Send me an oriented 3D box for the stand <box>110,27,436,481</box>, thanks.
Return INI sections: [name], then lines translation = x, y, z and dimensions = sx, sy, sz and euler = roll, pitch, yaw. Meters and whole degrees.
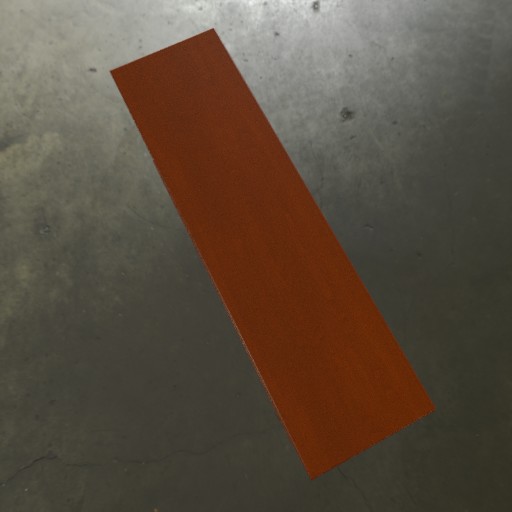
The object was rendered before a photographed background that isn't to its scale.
[stand]
translation = 0.000, 0.000, 1.679
dimensions = 0.381, 0.762, 1.372
euler = -26, 76, -7
